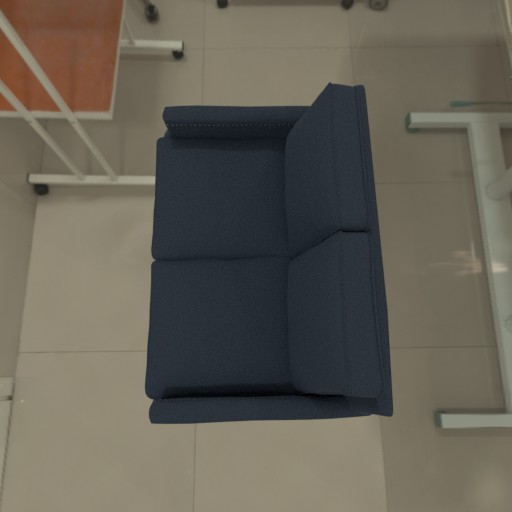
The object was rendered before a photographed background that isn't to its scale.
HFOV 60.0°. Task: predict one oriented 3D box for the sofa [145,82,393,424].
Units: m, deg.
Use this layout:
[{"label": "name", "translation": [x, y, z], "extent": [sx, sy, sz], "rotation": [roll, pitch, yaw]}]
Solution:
[{"label": "sofa", "translation": [0.000, 0.000, 2.263], "extent": [1.084, 1.003, 1.597], "rotation": [-1, 75, 0]}]
